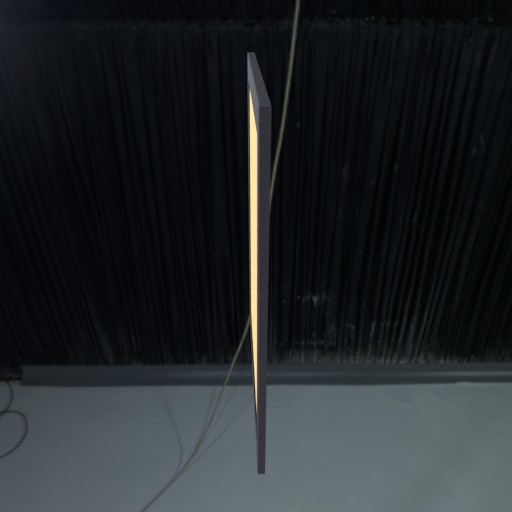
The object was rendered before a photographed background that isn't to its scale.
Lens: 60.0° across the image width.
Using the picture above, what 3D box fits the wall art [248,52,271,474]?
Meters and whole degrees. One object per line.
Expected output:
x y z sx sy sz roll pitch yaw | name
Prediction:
0.000 0.000 0.679 0.012 0.529 0.374 -1 31 -2 | wall art
